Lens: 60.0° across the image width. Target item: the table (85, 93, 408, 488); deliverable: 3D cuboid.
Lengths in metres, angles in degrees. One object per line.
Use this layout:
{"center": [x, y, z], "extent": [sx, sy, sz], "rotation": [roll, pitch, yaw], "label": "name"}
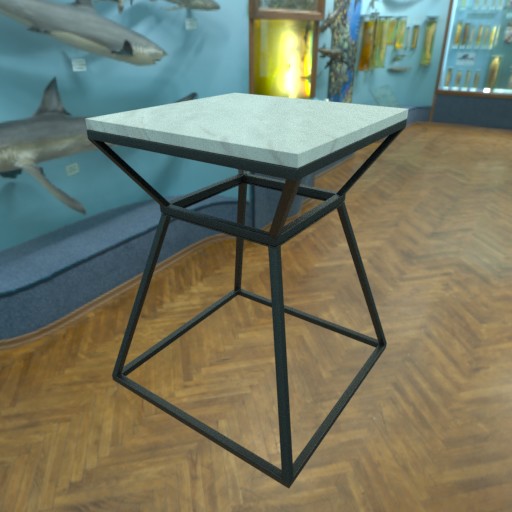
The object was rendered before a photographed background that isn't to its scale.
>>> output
{"center": [0.000, 0.000, 0.900], "extent": [0.455, 0.559, 0.455], "rotation": [18, 32, 31], "label": "table"}
